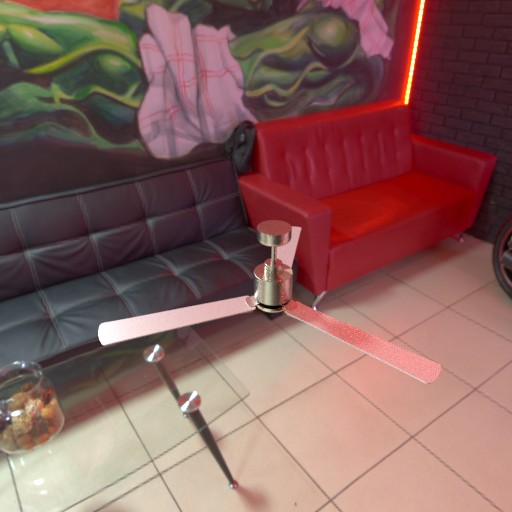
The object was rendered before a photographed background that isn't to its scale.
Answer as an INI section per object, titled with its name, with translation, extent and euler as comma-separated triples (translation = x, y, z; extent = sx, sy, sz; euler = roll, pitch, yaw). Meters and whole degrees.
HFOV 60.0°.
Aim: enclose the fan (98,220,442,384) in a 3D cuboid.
[fan]
translation = 0.000, 0.000, 2.381
extent = 1.561, 0.446, 1.531
euler = -1, 30, -2
